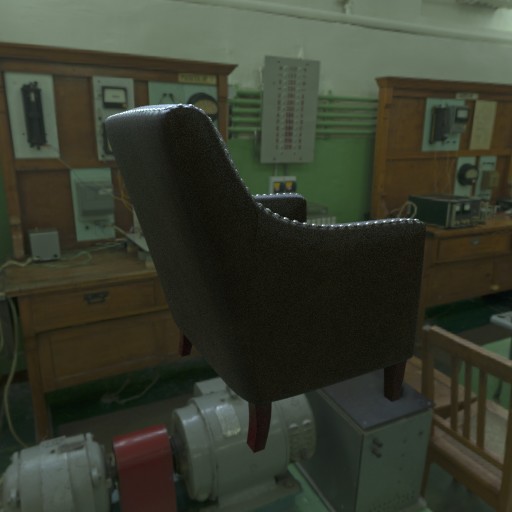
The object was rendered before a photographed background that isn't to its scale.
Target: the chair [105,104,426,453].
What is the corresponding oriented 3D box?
[{"bbox_3d":[0.000,0.000,1.293,0.704,0.813,0.639,-8,17,-27],"label":"chair"}]
